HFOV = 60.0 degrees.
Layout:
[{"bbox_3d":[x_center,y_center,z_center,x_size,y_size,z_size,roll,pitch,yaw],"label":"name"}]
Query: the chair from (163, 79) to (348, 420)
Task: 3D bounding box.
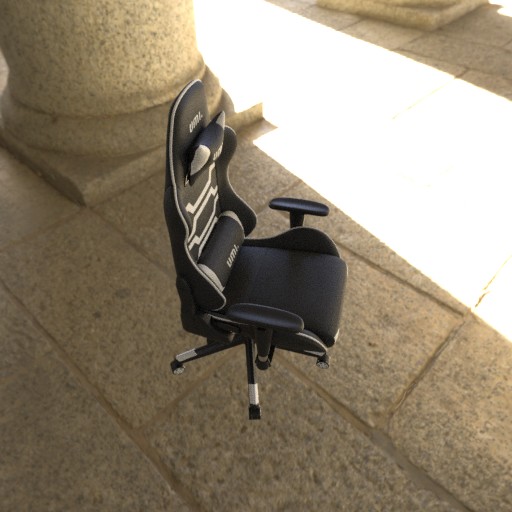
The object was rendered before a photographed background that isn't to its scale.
[{"bbox_3d":[0.000,0.000,1.657,0.700,1.240,0.700,10,46,10],"label":"chair"}]
